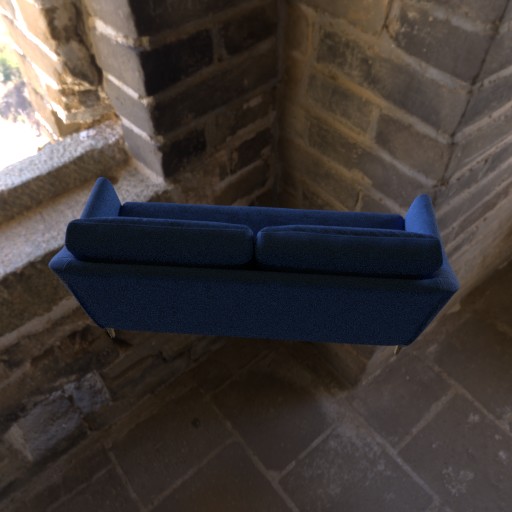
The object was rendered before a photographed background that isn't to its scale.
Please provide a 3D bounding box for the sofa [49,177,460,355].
[{"bbox_3d":[0.000,0.000,2.503,2.036,0.903,0.960,3,47,3],"label":"sofa"}]
